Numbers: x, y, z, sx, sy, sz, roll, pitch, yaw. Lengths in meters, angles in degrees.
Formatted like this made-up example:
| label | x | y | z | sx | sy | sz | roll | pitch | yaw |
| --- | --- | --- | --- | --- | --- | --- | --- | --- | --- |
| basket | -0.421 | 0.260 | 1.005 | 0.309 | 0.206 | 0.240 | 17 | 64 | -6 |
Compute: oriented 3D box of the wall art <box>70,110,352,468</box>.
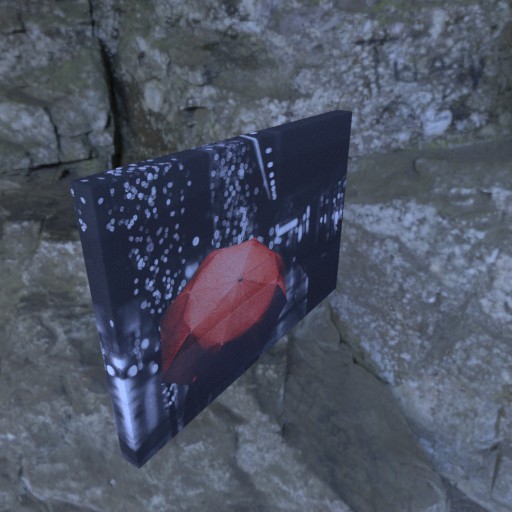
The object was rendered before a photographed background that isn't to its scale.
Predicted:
| label | x | y | z | sx | sy | sz | roll | pitch | yaw |
| --- | --- | --- | --- | --- | --- | --- | --- | --- | --- |
| wall art | 0.000 | 0.000 | 0.755 | 0.037 | 0.406 | 0.609 | 18 | 31 | 31 |
